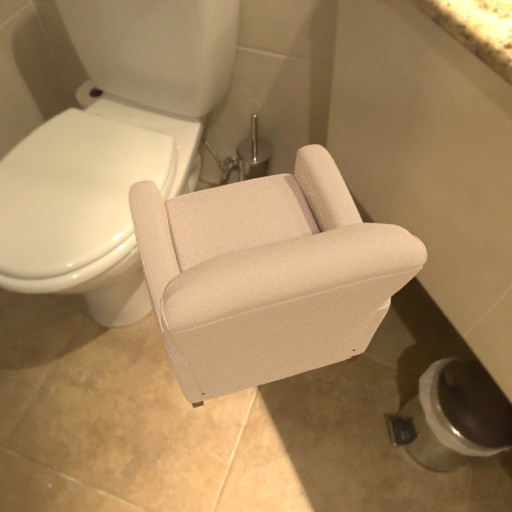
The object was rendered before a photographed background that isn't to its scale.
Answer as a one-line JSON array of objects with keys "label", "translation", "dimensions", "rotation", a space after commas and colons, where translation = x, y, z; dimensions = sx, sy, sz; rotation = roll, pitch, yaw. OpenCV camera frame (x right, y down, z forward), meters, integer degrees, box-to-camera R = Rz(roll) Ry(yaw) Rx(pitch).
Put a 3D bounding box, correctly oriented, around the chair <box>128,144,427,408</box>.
[{"label": "chair", "translation": [0.000, 0.000, 1.673], "dimensions": [0.841, 1.028, 0.858], "rotation": [-14, 58, -9]}]
